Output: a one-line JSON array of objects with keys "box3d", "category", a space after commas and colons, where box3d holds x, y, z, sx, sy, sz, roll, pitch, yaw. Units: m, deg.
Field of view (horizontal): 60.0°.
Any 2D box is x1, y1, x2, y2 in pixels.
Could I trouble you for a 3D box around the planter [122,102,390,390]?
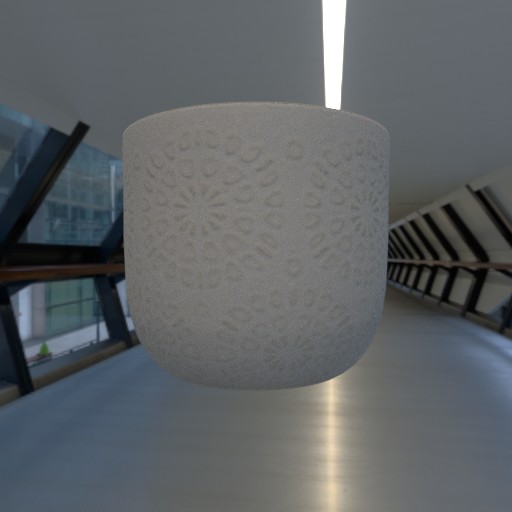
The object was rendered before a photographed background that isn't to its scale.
[{"box3d": [0.000, 0.000, 0.216, 0.124, 0.109, 0.124, 0, 1, 0], "category": "planter"}]
